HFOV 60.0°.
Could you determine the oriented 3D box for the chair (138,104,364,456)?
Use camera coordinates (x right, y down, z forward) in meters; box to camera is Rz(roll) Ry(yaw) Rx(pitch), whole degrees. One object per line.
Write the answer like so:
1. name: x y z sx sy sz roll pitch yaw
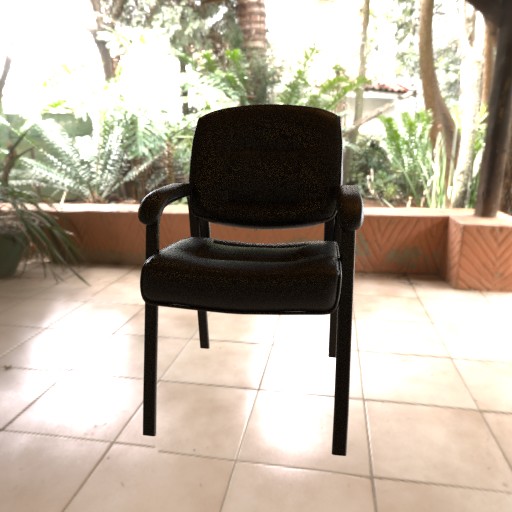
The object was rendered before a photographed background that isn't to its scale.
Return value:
1. chair: 0.000 0.000 1.329 0.591 0.910 0.668 2 14 9
